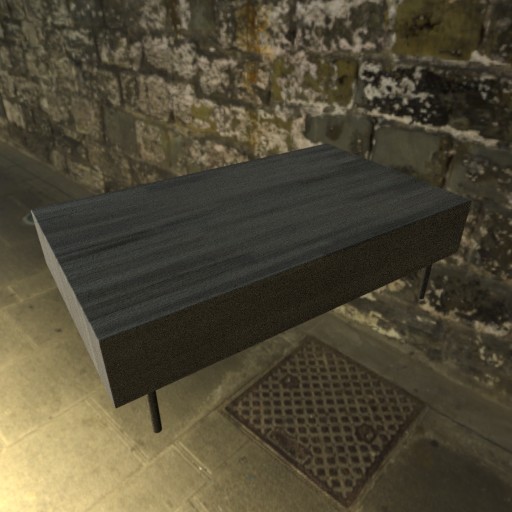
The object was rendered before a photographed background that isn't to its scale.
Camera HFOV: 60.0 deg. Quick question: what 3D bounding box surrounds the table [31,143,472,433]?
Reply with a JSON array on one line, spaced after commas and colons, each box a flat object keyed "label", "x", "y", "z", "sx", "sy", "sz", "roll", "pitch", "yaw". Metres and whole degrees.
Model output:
[{"label": "table", "x": 0.000, "y": 0.000, "z": 1.356, "sx": 1.088, "sy": 0.347, "sz": 0.643, "roll": -19, "pitch": 37, "yaw": -28}]
